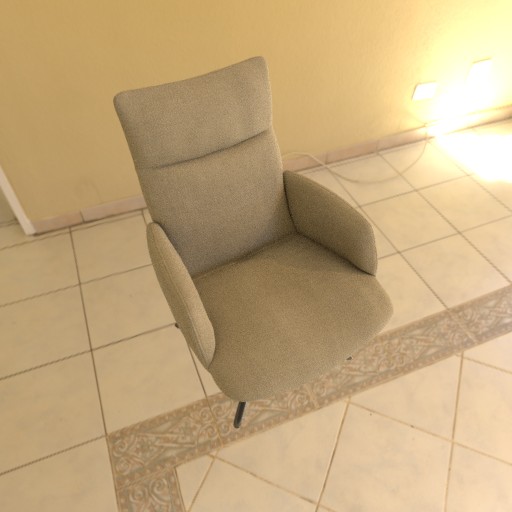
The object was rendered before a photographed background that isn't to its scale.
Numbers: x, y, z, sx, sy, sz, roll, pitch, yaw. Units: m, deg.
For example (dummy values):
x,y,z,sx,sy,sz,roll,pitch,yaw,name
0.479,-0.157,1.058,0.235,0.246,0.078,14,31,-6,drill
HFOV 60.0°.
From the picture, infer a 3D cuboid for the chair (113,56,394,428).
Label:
x,y,z,sx,sy,sz,roll,pitch,yaw,name
0.000,0.000,1.562,0.711,1.016,0.889,-24,52,-21,chair
